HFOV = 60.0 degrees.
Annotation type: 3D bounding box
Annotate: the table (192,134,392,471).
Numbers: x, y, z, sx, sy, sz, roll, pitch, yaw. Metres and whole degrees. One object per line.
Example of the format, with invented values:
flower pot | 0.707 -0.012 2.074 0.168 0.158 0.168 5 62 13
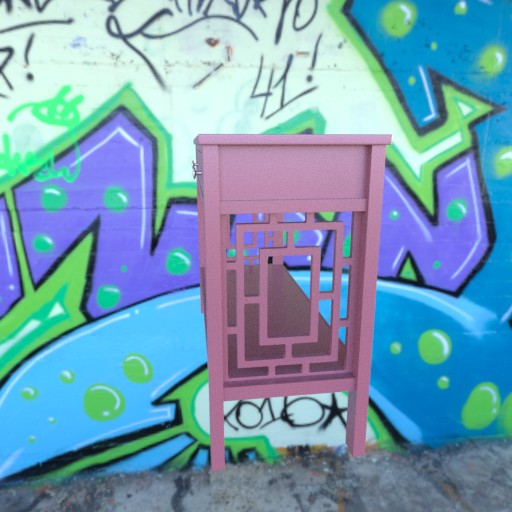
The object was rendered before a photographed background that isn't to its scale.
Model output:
table | 0.000 0.000 1.462 0.397 0.753 1.068 -2 14 -8
